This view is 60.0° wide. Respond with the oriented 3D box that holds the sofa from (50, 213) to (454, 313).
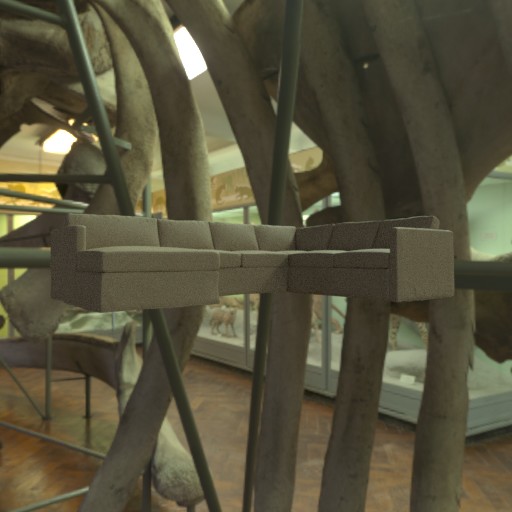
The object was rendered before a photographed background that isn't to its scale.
[{"bbox_3d":[0.000,0.000,4.639,3.528,0.878,2.476,0,0,-37],"label":"sofa"}]
